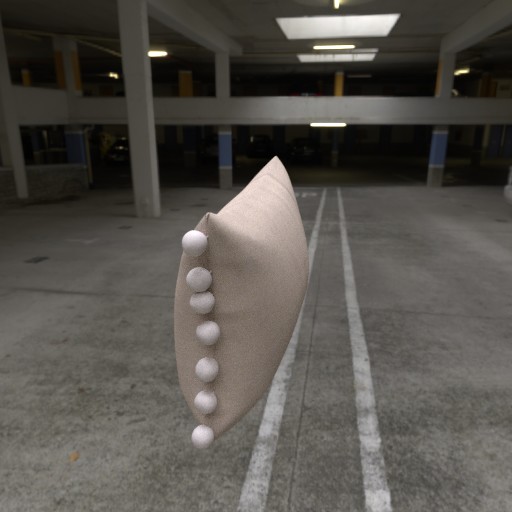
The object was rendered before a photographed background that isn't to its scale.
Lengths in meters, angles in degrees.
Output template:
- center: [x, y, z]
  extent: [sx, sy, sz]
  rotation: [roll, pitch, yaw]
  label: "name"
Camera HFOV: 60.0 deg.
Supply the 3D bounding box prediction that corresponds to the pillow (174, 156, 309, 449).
- center: [0.000, 0.000, 0.841]
  extent: [0.201, 0.322, 0.709]
  rotation: [3, 17, 9]
  label: "pillow"
